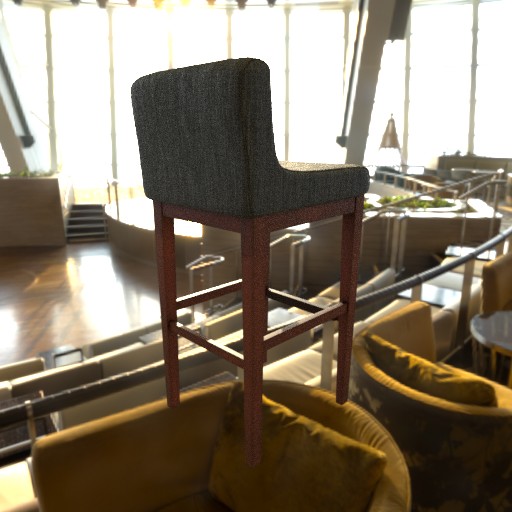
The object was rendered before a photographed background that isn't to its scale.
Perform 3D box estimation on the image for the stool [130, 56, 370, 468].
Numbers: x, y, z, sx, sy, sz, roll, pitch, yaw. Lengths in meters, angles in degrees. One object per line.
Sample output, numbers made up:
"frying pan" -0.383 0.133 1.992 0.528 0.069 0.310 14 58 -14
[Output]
"stool" 0.000 0.000 1.258 0.499 0.965 0.426 -14 21 -43
